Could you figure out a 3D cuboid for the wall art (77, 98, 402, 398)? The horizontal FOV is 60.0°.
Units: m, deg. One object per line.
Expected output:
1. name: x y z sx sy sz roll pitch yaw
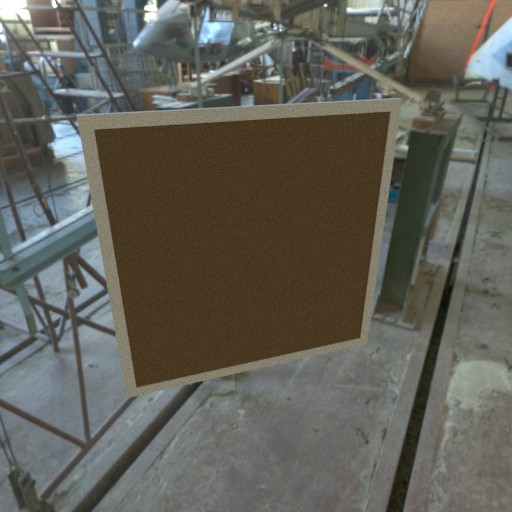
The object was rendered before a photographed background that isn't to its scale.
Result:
1. wall art: 0.000 0.000 1.252 0.812 0.812 0.015 -9 28 -16
